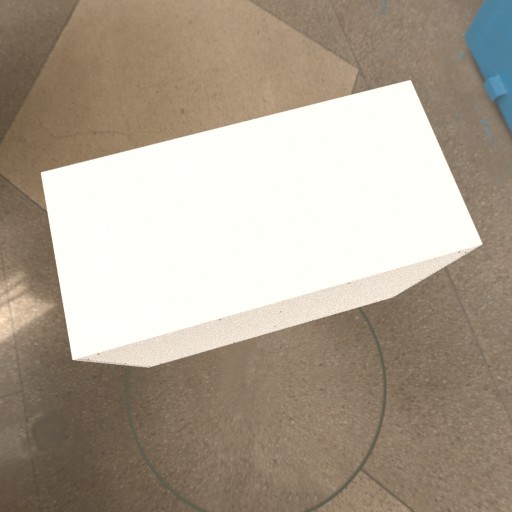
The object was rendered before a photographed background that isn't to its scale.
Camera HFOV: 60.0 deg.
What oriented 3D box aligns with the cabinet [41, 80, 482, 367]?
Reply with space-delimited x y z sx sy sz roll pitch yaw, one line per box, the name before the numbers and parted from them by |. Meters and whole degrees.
cabinet | 0.000 0.000 1.245 0.800 0.761 0.398 -15 75 -4
